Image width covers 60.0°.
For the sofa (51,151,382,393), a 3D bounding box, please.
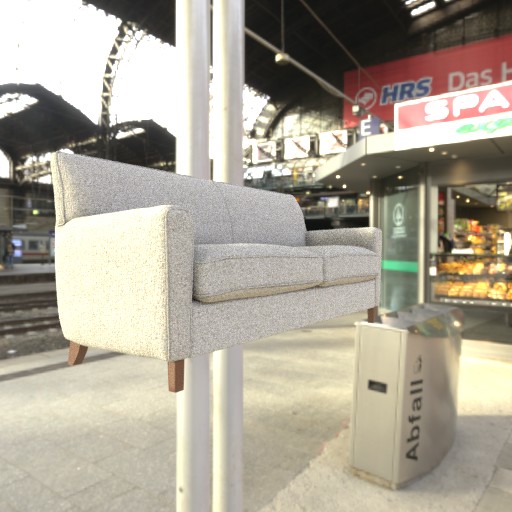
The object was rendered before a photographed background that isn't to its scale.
[{"bbox_3d":[0.000,0.000,2.518,0.854,0.942,2.026,1,1,36],"label":"sofa"}]
